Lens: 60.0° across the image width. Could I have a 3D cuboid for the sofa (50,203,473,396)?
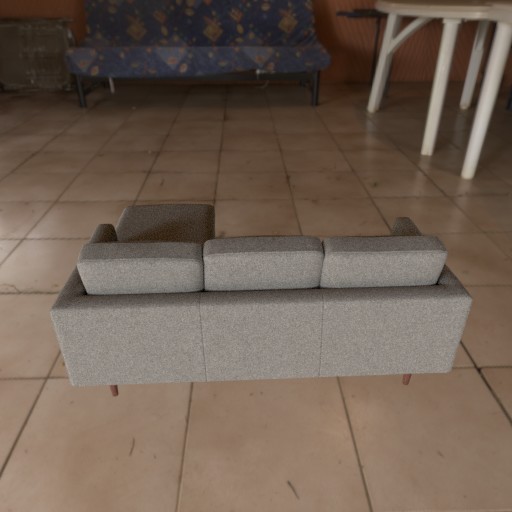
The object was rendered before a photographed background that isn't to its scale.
[{"bbox_3d":[0.000,0.000,2.948,2.055,0.957,1.667,-1,31,-2],"label":"sofa"}]
